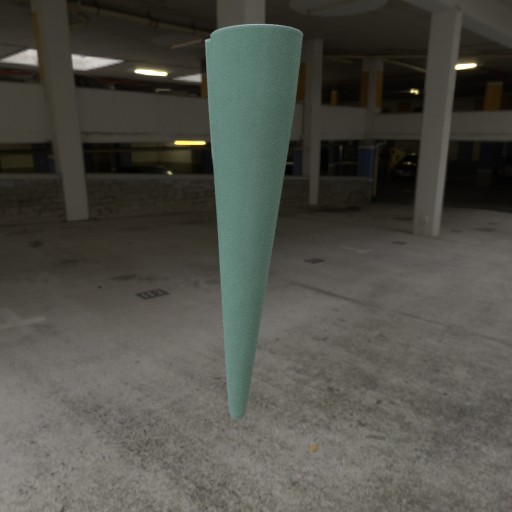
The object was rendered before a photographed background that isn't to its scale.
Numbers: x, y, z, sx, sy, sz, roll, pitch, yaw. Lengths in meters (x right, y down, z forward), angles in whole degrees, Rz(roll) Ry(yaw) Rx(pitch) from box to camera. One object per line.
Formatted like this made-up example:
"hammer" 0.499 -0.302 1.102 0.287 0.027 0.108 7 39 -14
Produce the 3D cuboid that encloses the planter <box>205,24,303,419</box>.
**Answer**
"planter" 0.000 0.000 0.294 0.055 0.268 0.054 15 21 43
